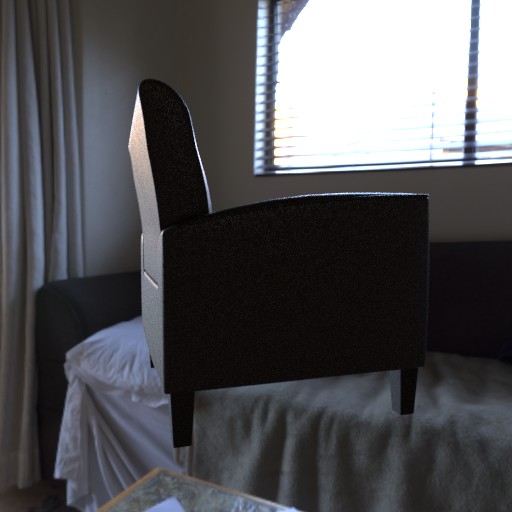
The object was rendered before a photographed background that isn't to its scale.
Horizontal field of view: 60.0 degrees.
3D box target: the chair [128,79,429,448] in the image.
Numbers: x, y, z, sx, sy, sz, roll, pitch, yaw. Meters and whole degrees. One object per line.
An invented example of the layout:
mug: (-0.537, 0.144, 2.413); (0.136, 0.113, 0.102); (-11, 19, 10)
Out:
chair: (0.000, 0.000, 1.537); (0.819, 0.916, 0.820); (-1, 3, -18)
